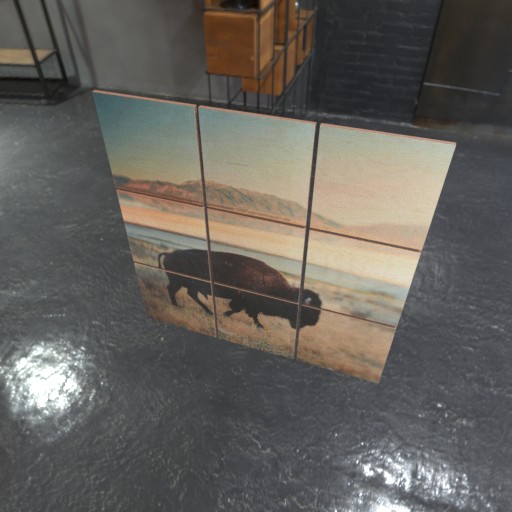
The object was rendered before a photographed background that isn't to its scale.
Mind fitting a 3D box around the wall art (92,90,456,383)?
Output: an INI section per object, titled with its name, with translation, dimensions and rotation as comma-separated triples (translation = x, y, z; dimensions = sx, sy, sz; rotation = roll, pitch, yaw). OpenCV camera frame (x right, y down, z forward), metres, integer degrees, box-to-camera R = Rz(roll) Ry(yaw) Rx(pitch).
[wall art]
translation = 0.000, 0.000, 1.358
dimensions = 0.906, 0.904, 0.018
rotation = 13, 43, 14
